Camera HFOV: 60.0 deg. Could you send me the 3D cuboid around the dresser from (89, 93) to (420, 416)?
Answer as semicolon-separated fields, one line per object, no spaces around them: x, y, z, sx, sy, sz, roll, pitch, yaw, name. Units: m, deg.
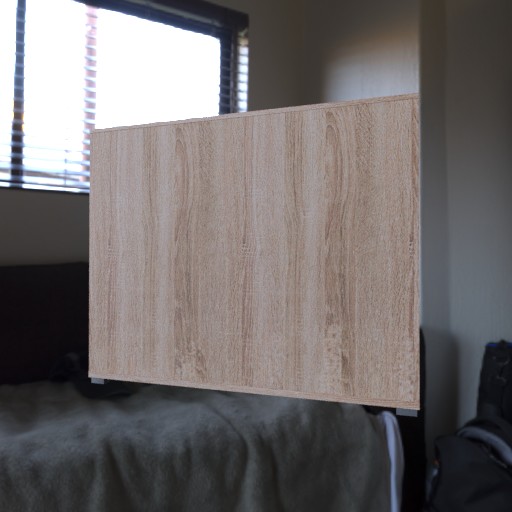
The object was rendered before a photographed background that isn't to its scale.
0.000;0.000;1.613;1.100;0.900;0.450;0;-1;18;dresser
